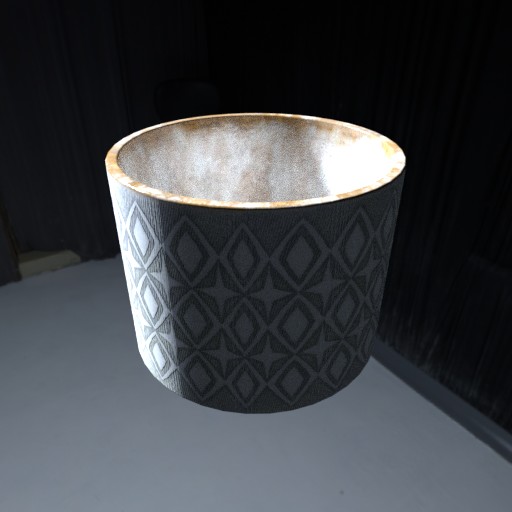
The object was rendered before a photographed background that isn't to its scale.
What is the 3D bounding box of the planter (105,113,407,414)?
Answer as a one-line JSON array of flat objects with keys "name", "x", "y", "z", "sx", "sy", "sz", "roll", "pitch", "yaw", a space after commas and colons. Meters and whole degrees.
[{"name": "planter", "x": 0.000, "y": 0.000, "z": 0.446, "sx": 0.255, "sy": 0.223, "sz": 0.255, "roll": 0, "pitch": 31, "yaw": 0}]
